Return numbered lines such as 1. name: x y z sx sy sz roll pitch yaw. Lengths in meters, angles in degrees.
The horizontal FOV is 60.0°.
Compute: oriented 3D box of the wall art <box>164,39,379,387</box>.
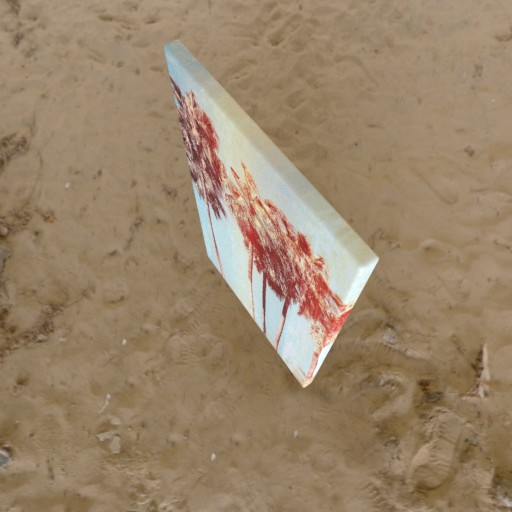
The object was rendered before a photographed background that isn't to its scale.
1. wall art: 0.000 0.000 1.182 0.037 0.915 0.605 -32 67 -15
